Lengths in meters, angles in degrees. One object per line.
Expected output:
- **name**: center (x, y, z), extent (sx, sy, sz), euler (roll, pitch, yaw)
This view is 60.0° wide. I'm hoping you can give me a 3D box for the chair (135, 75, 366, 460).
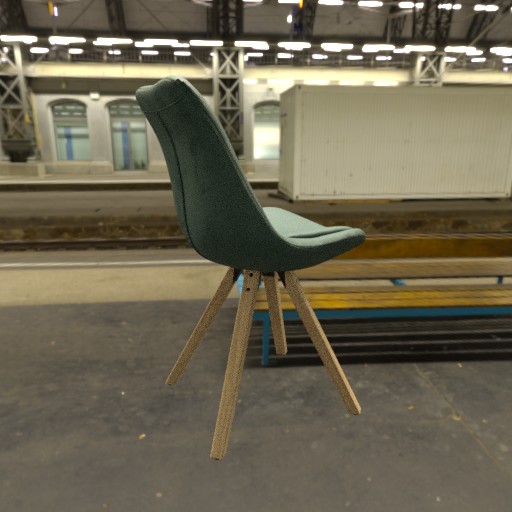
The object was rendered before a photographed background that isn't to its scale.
- **chair**: center (0.000, 0.000, 1.211), extent (0.547, 0.865, 0.483), euler (-8, 16, -27)
